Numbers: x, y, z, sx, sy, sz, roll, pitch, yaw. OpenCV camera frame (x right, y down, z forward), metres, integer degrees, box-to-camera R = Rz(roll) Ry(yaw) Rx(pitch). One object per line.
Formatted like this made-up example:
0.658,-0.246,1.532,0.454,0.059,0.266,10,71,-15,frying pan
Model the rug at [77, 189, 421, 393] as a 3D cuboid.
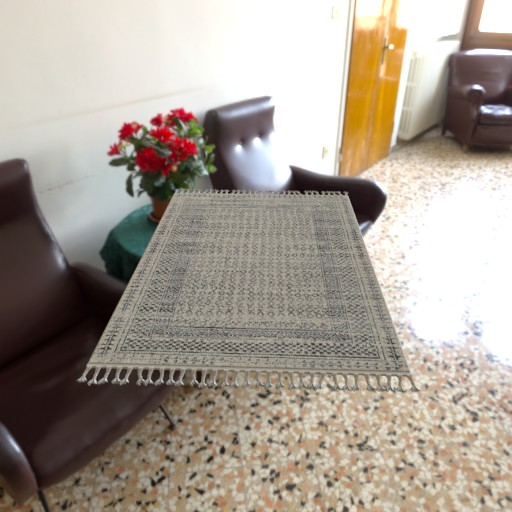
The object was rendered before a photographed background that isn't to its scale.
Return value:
0.000,0.000,2.378,1.243,0.013,1.872,1,31,2,rug
